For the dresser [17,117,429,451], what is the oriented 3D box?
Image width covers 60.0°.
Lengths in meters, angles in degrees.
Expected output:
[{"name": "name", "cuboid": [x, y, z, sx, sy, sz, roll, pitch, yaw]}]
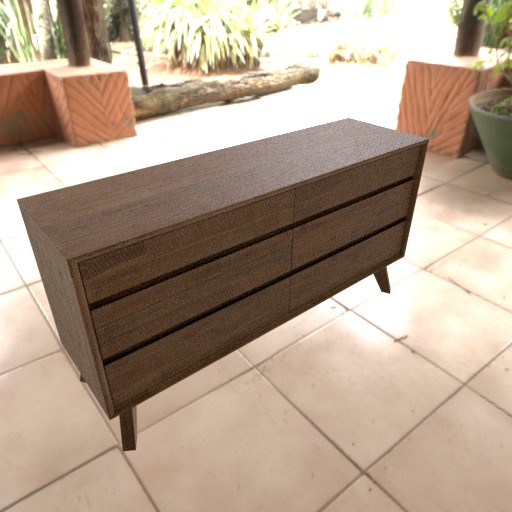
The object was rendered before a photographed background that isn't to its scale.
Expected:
[{"name": "dresser", "cuboid": [0.000, 0.000, 1.860, 1.554, 0.805, 0.455, -23, 39, -32]}]
